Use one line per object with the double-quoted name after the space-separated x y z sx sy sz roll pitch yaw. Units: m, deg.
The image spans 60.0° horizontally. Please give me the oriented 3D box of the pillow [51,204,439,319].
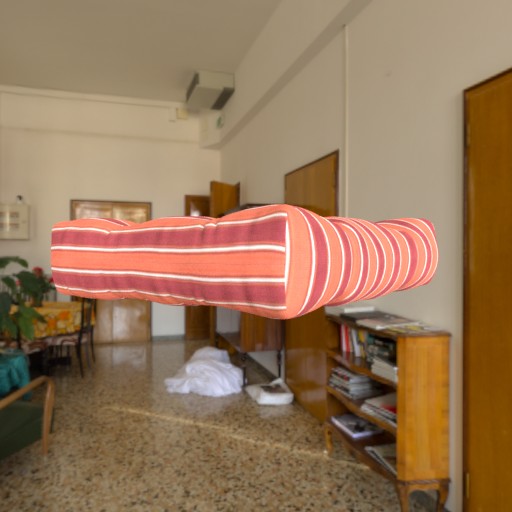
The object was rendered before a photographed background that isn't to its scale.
0.000 0.000 0.734 0.468 0.133 0.490 0 1 37 "pillow"
